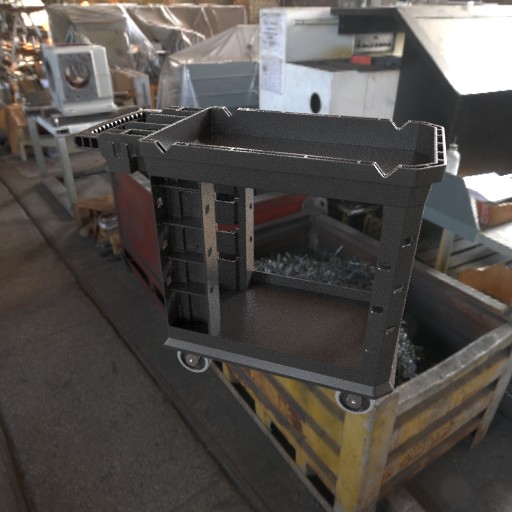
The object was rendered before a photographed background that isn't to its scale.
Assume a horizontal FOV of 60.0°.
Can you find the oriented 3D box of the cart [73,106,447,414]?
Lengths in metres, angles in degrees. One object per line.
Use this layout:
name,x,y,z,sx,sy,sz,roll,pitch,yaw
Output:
cart,0.000,0.000,1.543,1.061,0.884,0.497,10,31,17
